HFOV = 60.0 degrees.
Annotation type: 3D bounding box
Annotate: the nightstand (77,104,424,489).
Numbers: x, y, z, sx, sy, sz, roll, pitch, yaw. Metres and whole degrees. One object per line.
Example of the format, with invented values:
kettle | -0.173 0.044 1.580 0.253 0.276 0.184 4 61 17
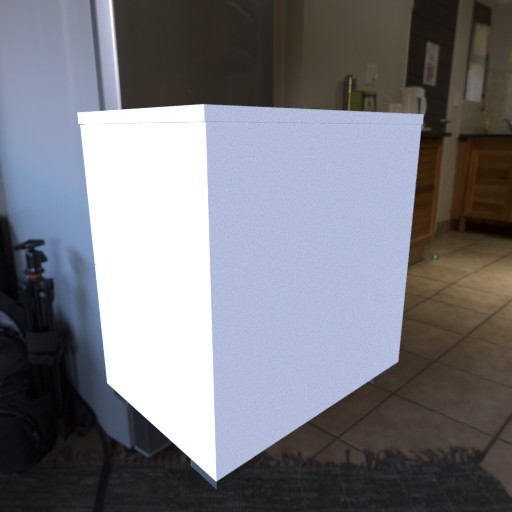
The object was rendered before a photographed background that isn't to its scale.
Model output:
nightstand | 0.000 0.000 0.753 0.441 0.460 0.325 -14 21 -41
